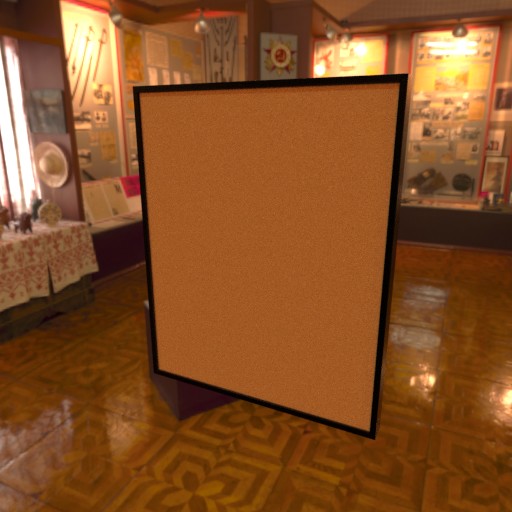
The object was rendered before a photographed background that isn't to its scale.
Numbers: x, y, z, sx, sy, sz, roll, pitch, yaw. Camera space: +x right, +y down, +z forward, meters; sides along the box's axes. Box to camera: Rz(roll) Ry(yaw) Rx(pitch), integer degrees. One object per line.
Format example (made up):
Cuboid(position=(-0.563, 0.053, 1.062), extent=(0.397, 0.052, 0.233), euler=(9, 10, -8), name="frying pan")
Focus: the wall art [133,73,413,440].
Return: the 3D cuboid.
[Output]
Cuboid(position=(0.000, 0.000, 0.753), extent=(0.451, 0.553, 0.039), euler=(8, 18, 25), name="wall art")
